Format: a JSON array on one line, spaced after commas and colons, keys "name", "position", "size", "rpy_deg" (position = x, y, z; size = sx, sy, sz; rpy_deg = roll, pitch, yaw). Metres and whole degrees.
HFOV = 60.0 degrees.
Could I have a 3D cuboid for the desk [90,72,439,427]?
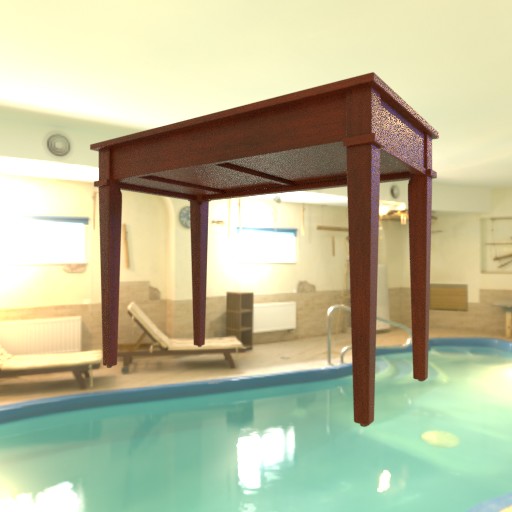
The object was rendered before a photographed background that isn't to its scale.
[{"name": "desk", "position": [0.000, 0.000, 1.438], "size": [1.001, 0.762, 0.549], "rpy_deg": [0, -1, 36]}]
